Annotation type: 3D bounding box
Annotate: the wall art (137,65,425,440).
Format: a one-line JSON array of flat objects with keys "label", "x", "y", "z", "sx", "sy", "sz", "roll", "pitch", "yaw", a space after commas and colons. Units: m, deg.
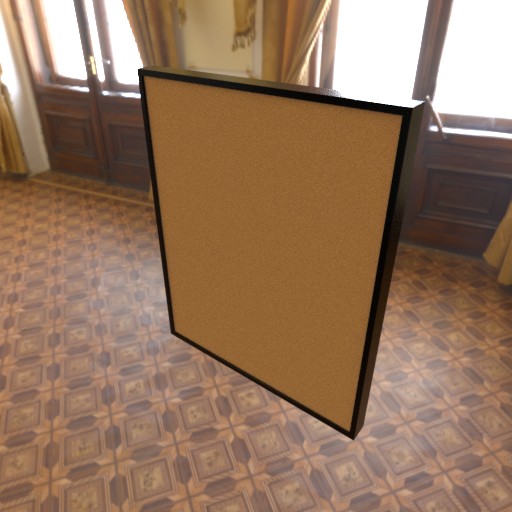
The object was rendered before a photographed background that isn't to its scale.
[{"label": "wall art", "x": 0.000, "y": 0.000, "z": 0.745, "sx": 0.451, "sy": 0.553, "sz": 0.039, "roll": 22, "pitch": 37, "yaw": 31}]
